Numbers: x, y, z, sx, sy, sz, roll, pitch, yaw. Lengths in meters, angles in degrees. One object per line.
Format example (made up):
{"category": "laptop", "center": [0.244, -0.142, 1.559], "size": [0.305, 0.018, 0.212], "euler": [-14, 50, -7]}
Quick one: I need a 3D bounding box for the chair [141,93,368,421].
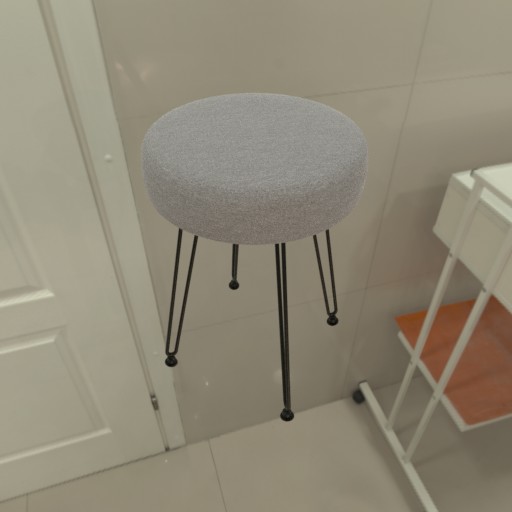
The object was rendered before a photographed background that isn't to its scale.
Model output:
{"category": "chair", "center": [0.000, 0.000, 0.715], "size": [0.350, 0.440, 0.350], "euler": [-12, 42, -14]}
